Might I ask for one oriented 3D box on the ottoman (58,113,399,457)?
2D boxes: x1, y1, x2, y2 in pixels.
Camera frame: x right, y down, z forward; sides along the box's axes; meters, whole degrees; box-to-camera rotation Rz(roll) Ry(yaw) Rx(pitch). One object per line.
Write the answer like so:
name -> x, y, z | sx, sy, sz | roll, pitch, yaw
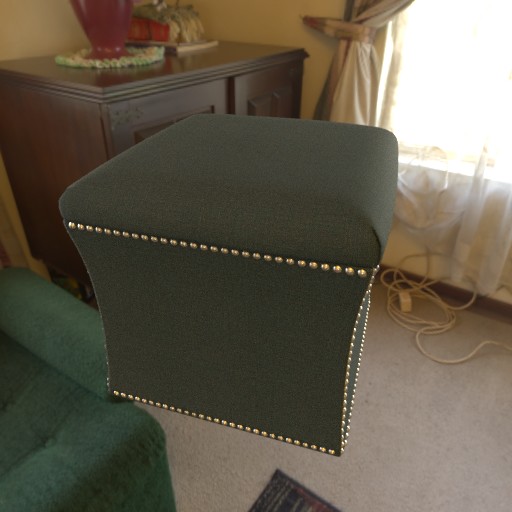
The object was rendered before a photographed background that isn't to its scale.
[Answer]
ottoman -> 0.000, 0.000, 0.900 | 0.497, 0.475, 0.507 | 9, 32, 15
